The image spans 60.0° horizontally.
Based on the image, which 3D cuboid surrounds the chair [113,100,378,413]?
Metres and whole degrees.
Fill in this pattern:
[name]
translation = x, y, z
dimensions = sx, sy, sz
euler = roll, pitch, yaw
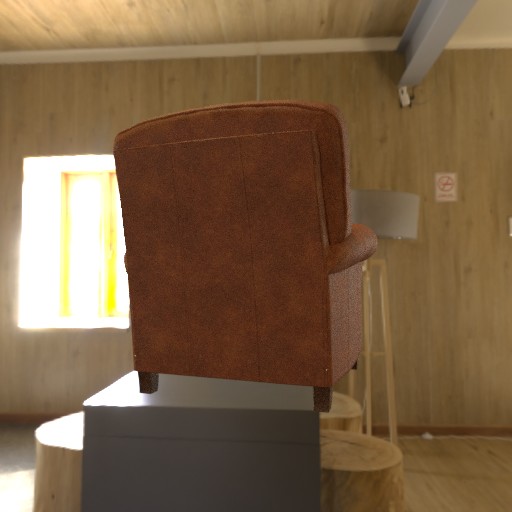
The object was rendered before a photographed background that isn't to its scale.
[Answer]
[chair]
translation = 0.000, 0.000, 1.821
dimensions = 0.936, 1.018, 0.986
euler = -1, -2, 19
